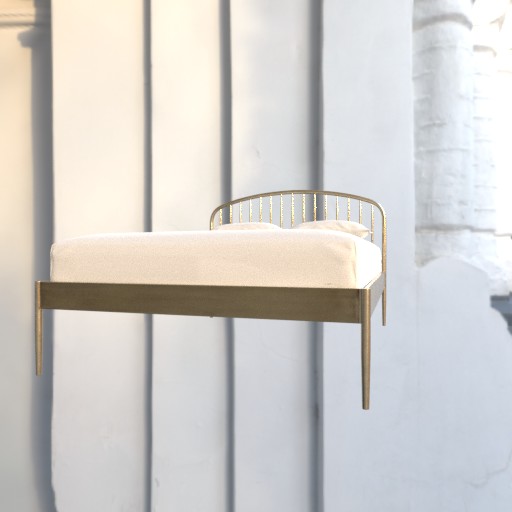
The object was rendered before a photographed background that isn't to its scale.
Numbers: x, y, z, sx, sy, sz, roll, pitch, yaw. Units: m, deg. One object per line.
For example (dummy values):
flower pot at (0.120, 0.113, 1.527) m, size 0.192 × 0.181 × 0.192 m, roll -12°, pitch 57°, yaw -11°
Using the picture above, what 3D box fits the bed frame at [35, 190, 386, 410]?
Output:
bed frame at (0.000, 0.000, 2.959) m, size 1.612 × 1.175 × 2.152 m, roll 0°, pitch 0°, yaw 18°
